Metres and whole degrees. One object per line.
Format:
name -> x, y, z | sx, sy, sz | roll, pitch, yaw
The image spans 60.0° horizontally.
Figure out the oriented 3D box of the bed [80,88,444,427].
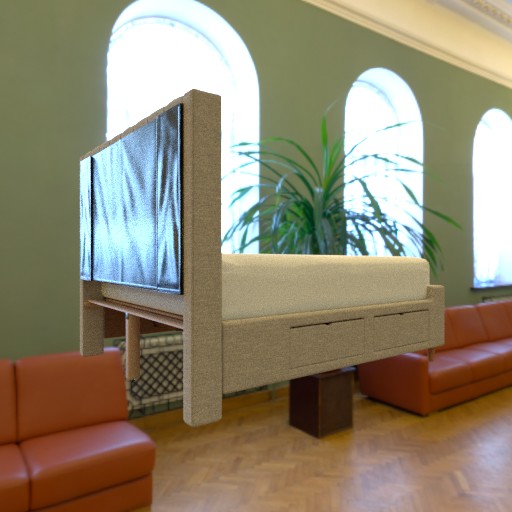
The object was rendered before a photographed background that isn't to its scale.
bed -> 0.000, 0.000, 3.764 | 2.372, 1.748, 2.044 | 0, 0, -37
